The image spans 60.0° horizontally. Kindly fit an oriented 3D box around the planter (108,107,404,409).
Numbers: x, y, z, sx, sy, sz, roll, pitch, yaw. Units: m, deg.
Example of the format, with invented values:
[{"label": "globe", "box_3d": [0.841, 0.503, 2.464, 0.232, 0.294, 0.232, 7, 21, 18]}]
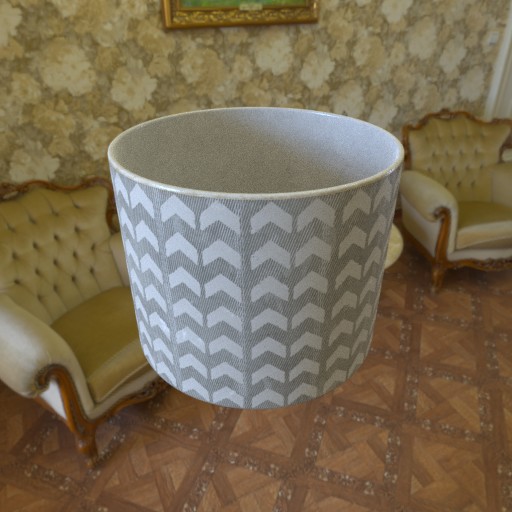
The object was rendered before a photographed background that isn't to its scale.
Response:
[{"label": "planter", "box_3d": [0.000, 0.000, 0.449, 0.250, 0.239, 0.250, 0, 31, 0]}]
